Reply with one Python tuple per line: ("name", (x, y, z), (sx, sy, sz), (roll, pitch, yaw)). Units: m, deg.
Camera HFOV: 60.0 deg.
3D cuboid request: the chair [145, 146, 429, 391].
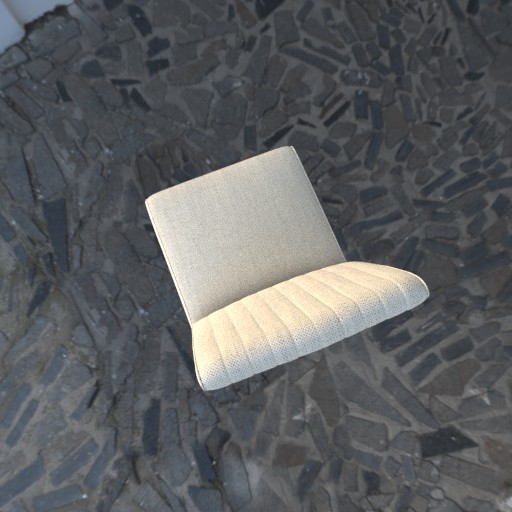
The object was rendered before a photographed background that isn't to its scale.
("chair", (0.000, 0.000, 1.224), (0.480, 0.900, 0.594), (-21, 76, -6))
